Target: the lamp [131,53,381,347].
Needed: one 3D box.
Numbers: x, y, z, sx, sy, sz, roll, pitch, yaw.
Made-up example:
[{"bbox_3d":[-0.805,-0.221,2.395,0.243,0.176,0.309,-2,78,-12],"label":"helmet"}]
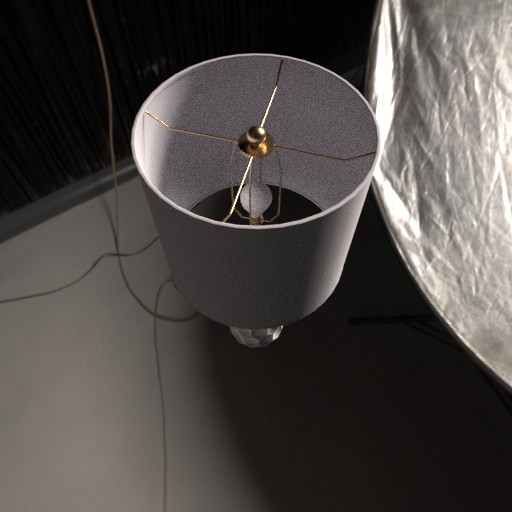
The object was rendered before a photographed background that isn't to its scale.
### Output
[{"bbox_3d":[0.000,0.000,0.722,0.277,0.537,0.277,-32,63,-19],"label":"lamp"}]
